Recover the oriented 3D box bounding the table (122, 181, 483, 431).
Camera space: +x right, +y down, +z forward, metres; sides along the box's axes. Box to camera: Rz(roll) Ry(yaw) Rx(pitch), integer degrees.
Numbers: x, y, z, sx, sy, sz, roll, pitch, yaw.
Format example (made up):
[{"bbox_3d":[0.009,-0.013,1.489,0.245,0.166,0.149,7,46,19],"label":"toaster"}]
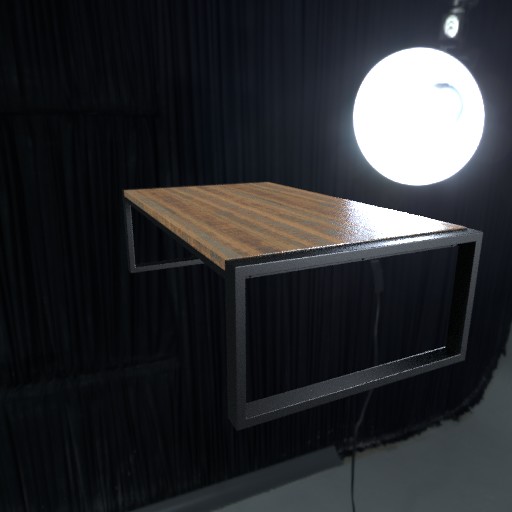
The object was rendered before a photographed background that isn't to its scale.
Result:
[{"bbox_3d":[0.000,0.000,1.712,0.750,0.400,1.350,-8,18,-25],"label":"table"}]
